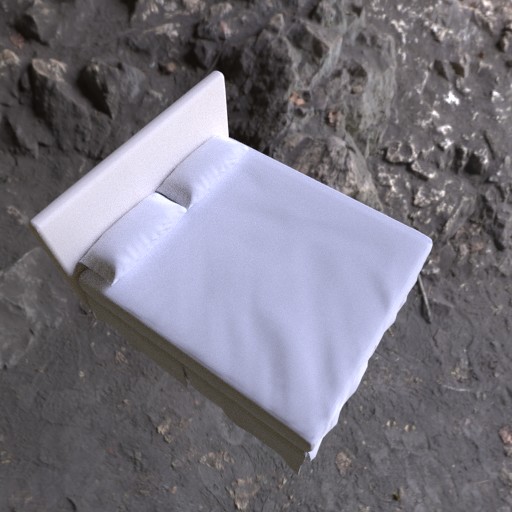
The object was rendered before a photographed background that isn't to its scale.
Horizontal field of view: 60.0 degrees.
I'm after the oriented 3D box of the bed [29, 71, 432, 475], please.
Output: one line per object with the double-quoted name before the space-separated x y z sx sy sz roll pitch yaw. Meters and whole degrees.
"bed" 0.000 0.000 3.541 2.341 1.317 2.119 31 62 18
